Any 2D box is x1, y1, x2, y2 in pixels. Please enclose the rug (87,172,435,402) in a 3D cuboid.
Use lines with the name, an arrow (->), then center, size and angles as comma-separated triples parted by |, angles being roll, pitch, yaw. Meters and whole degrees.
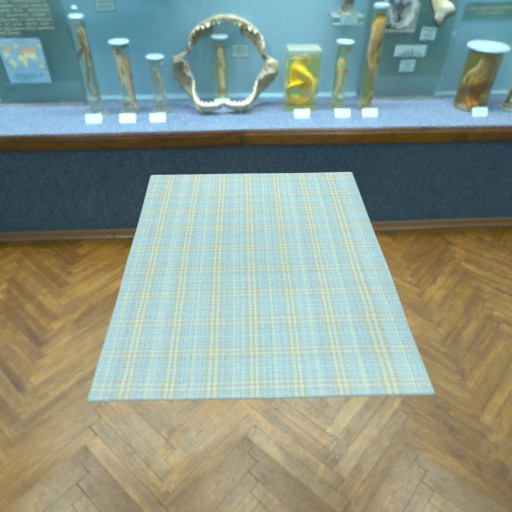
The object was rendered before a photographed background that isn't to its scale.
rug -> 0.000, 0.000, 4.265 | 2.462, 0.030, 3.066 | -1, 41, -1
